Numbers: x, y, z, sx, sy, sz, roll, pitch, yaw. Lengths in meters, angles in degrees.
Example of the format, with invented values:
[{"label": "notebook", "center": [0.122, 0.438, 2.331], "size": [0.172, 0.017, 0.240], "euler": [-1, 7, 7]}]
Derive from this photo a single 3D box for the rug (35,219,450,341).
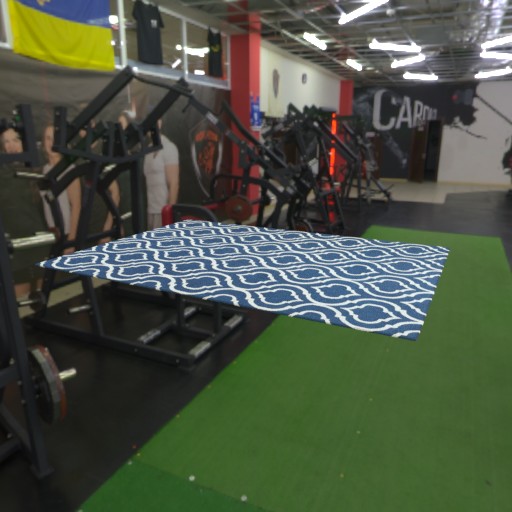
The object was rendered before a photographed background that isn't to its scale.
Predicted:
[{"label": "rug", "center": [0.000, 0.000, 2.777], "size": [2.134, 0.010, 1.524], "euler": [8, 18, 26]}]
